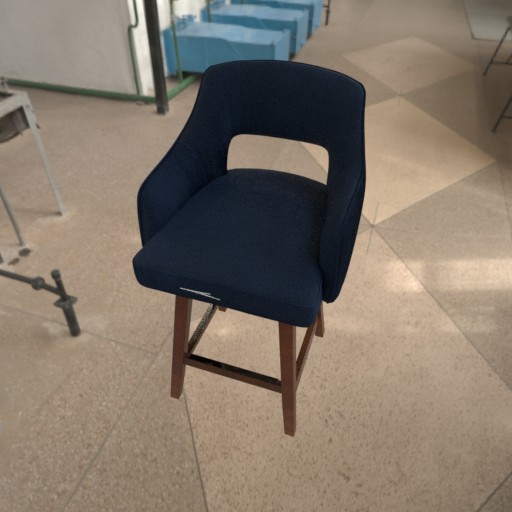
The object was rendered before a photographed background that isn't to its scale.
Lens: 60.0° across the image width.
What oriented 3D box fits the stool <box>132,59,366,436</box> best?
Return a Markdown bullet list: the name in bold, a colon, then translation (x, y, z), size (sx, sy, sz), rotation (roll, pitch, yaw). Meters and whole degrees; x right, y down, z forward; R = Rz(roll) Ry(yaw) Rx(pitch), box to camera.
- **stool**: translation (0.000, 0.000, 1.297), size (0.550, 0.940, 0.560), rotation (13, 42, 14)
